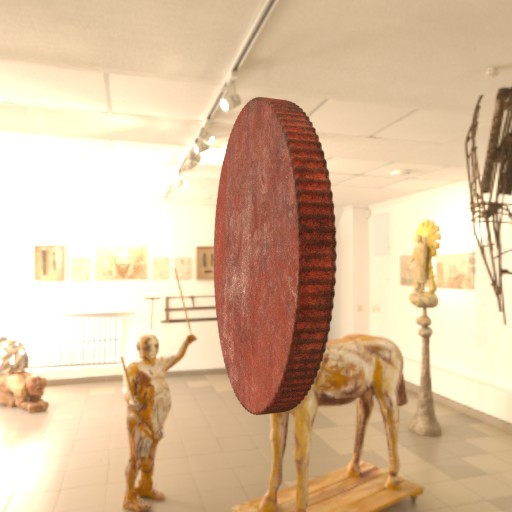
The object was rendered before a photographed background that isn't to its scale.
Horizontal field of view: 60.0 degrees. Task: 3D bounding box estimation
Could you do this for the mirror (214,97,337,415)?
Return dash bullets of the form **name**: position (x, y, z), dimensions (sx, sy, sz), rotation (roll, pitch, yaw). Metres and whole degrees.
- **mirror**: position (0.000, 0.000, 0.905), dimensions (0.056, 0.609, 0.609), rotation (0, -1, -17)
